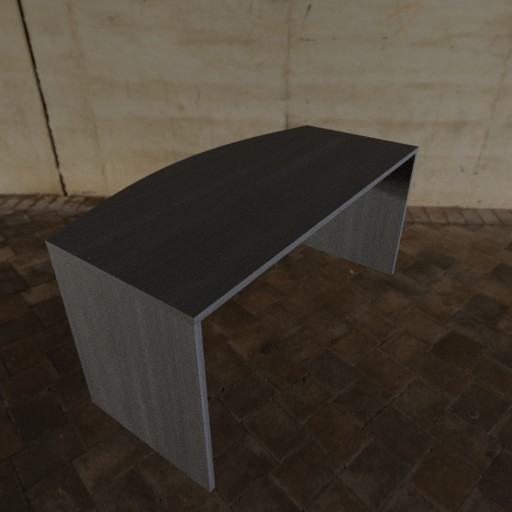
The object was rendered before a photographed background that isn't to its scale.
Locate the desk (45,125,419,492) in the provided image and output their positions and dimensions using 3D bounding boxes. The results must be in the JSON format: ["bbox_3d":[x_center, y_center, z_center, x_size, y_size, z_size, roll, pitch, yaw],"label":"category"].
[{"bbox_3d":[0.000,0.000,2.018,0.802,0.750,1.600,21,38,30],"label":"desk"}]
